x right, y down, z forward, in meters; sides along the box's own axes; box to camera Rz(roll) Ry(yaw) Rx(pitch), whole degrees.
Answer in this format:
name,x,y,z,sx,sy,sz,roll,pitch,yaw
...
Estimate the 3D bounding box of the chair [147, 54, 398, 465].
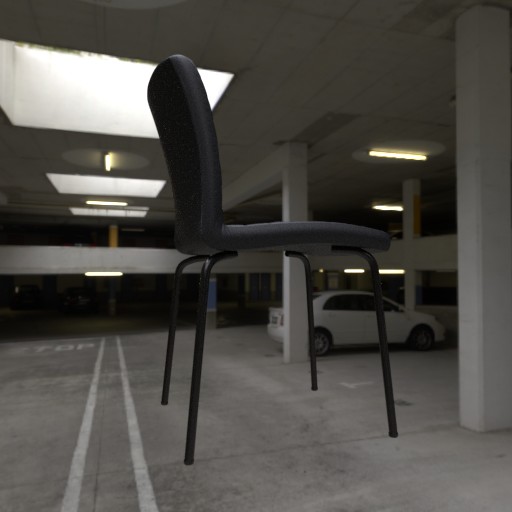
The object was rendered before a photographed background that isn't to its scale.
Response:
name,x,y,z,sx,sy,sz,roll,pitch,yaw
chair,0.000,0.000,1.188,0.572,0.872,0.450,1,-2,-18
